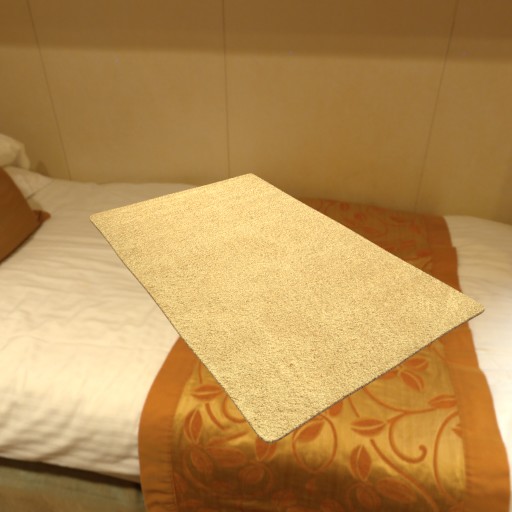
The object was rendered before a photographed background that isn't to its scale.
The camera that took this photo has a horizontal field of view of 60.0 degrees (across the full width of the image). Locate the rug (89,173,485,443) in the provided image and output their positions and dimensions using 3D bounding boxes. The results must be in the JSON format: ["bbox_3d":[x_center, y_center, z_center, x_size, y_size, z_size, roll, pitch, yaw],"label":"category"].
[{"bbox_3d":[0.000,0.000,2.917,1.500,0.025,2.349,-20,38,-28],"label":"rug"}]
